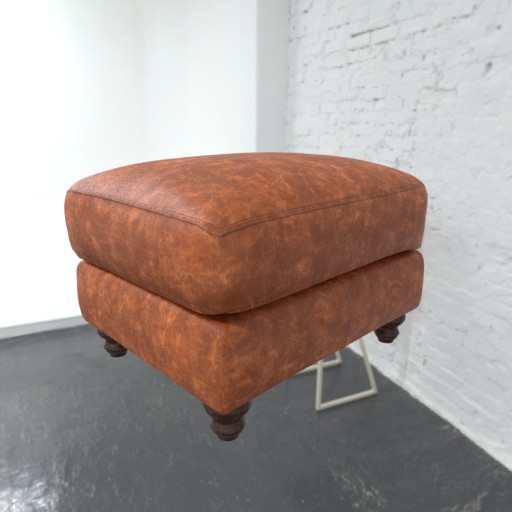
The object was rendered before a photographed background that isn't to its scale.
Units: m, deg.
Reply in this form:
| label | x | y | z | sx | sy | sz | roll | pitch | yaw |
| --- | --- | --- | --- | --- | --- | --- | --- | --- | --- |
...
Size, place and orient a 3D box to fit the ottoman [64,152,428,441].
| label | x | y | z | sx | sy | sz | roll | pitch | yaw |
| --- | --- | --- | --- | --- | --- | --- | --- | --- | --- |
| ottoman | 0.000 | 0.000 | 1.240 | 0.832 | 0.562 | 0.657 | -15 | 22 | -42 |
